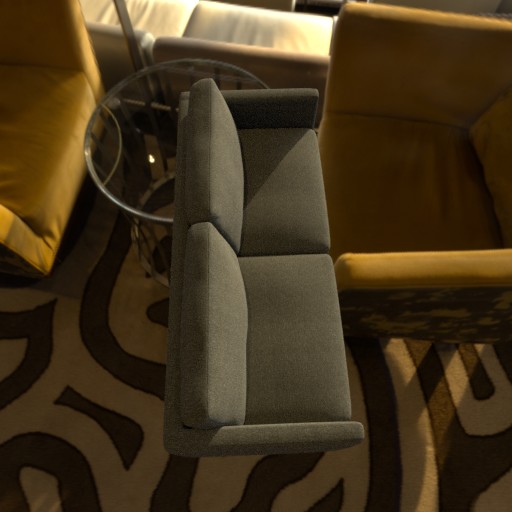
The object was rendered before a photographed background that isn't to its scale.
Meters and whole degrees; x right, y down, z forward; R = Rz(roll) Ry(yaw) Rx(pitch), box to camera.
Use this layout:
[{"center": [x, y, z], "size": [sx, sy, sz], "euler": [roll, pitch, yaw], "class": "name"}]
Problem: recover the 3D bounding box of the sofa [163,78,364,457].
[{"center": [0.000, 0.000, 2.713], "size": [0.948, 0.965, 2.208], "euler": [-2, 64, -1], "class": "sofa"}]
